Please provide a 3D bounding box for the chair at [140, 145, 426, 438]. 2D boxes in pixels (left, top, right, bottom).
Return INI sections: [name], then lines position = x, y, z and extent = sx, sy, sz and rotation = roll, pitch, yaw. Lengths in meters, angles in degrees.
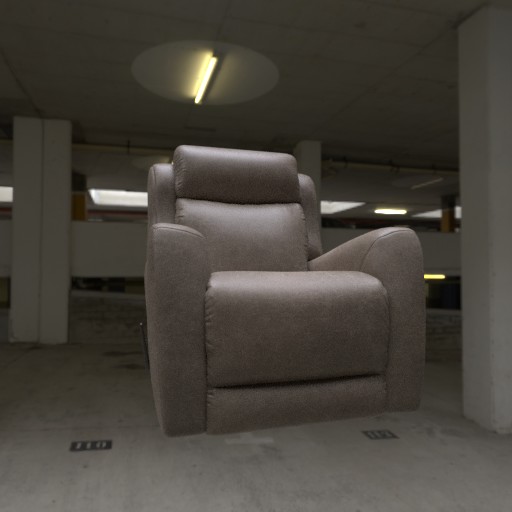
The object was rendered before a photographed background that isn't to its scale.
[chair]
position = 0.000, 0.000, 1.890
extent = 0.967, 1.116, 1.068
rotation = 0, -2, -16
